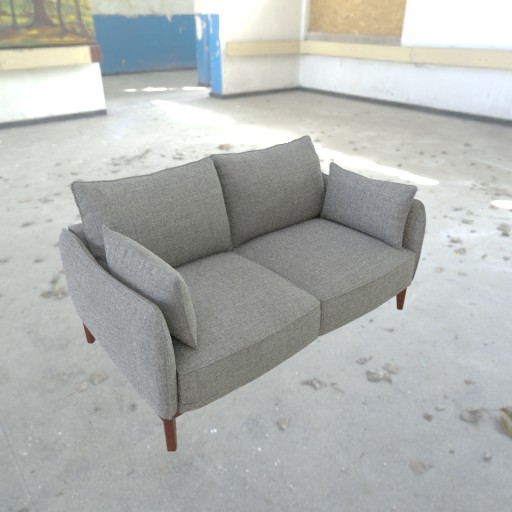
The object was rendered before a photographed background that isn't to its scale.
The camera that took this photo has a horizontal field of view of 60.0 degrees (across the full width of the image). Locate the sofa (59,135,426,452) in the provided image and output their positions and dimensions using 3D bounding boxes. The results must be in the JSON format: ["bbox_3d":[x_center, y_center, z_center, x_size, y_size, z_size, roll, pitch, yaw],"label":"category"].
[{"bbox_3d":[0.000,0.000,2.159,1.580,0.851,0.972,-21,35,-34],"label":"sofa"}]
